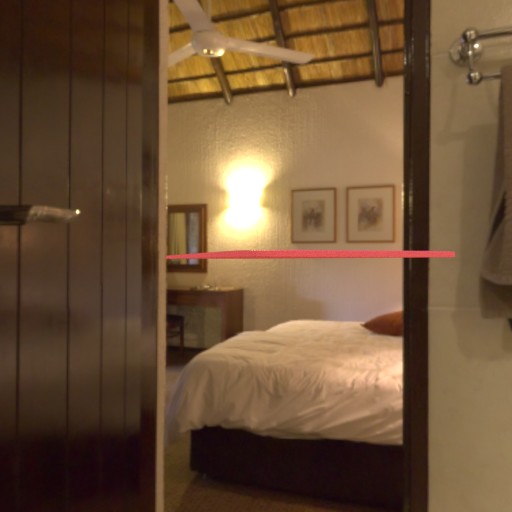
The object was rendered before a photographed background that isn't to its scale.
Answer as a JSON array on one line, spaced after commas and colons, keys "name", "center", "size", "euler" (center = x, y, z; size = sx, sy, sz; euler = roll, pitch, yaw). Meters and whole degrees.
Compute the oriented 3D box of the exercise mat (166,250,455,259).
[{"name": "exercise mat", "center": [0.000, 0.000, 2.050], "size": [0.616, 0.021, 1.884], "euler": [0, -1, -18]}]
